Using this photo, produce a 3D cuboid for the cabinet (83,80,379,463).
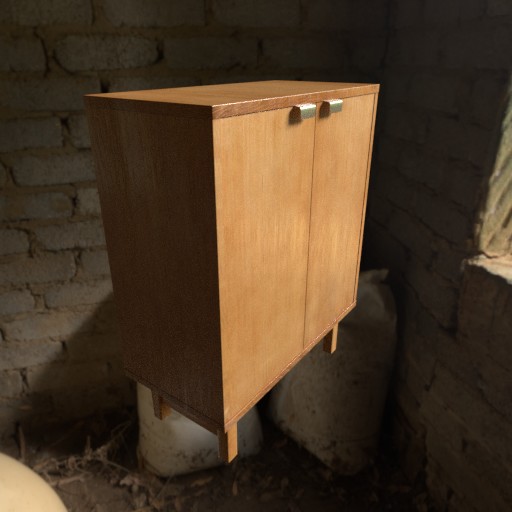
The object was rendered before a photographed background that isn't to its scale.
[{"bbox_3d":[0.000,0.000,1.416,0.419,1.001,0.800,17,29,32],"label":"cabinet"}]
